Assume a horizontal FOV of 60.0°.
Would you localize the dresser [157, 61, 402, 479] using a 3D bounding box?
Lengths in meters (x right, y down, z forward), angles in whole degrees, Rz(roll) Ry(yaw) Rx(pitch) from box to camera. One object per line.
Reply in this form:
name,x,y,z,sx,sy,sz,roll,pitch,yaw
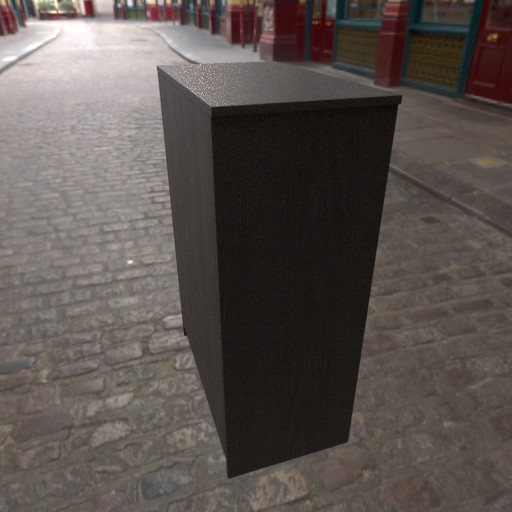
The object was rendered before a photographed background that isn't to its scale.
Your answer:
dresser,0.000,0.000,1.351,0.398,1.020,0.700,-9,30,-16
